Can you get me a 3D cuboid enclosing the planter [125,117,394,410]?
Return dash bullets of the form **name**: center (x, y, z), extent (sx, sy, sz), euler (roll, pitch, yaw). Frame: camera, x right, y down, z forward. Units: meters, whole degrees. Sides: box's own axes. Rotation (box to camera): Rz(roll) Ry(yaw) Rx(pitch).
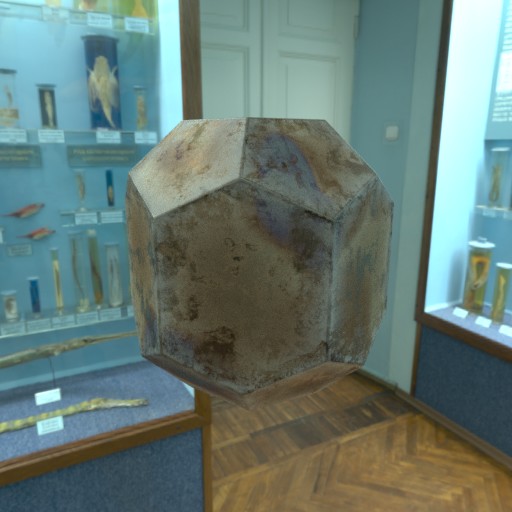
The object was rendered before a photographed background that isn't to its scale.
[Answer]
- **planter**: center (0.000, 0.000, 0.411), extent (0.221, 0.238, 0.243), euler (-6, 15, -24)
